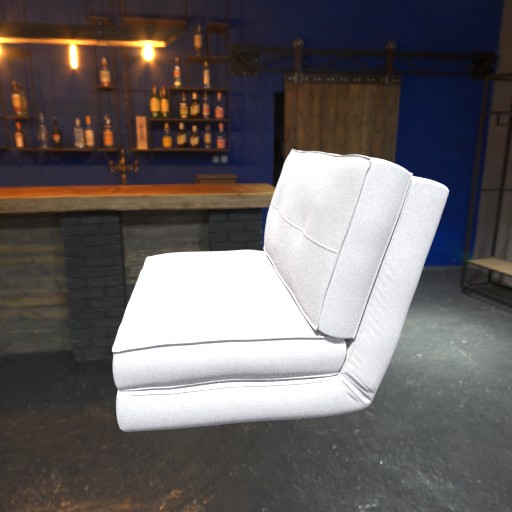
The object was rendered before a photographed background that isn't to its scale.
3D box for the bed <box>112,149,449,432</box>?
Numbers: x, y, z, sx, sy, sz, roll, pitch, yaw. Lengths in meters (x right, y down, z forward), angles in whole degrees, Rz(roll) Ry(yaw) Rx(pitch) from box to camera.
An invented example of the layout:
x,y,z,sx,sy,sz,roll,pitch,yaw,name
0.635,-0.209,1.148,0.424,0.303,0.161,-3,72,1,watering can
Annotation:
x,y,z,sx,sy,sz,roll,pitch,yaw,name
0.000,0.000,1.326,0.749,0.614,0.799,-2,15,-8,bed
